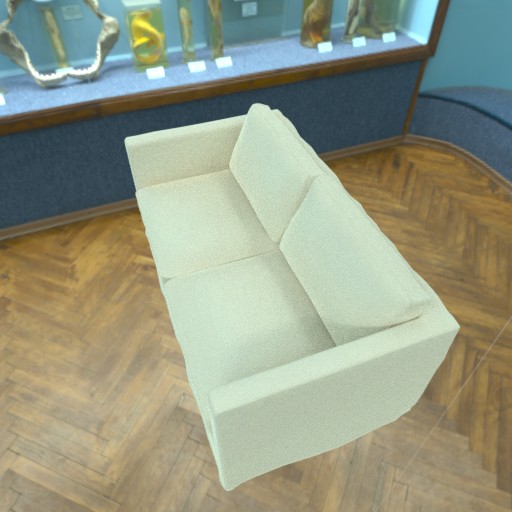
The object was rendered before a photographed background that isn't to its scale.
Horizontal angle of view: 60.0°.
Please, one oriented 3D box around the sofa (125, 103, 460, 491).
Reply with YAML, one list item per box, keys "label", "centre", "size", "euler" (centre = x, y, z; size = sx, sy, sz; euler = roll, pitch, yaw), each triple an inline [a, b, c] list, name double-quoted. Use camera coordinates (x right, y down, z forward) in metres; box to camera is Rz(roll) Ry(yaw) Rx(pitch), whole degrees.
- label: "sofa"
  centre: [0.000, 0.000, 2.239]
  size: [0.962, 0.834, 1.746]
  euler: [-15, 48, -14]
